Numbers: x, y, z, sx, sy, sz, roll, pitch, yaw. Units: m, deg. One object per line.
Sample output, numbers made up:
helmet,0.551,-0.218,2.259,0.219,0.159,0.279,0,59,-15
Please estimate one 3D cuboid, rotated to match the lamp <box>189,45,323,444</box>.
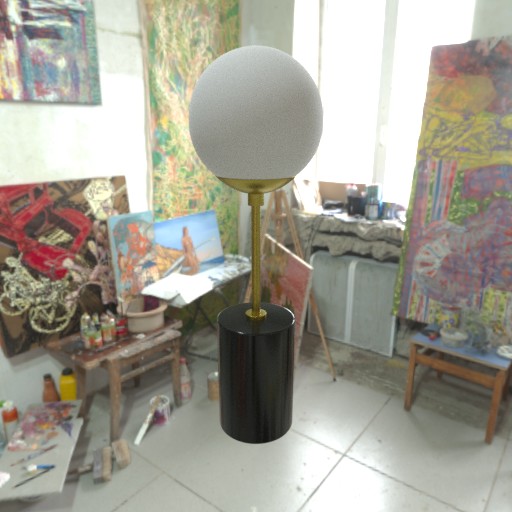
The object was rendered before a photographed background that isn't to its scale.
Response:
lamp,0.000,0.000,0.555,0.153,0.480,0.153,0,17,0
